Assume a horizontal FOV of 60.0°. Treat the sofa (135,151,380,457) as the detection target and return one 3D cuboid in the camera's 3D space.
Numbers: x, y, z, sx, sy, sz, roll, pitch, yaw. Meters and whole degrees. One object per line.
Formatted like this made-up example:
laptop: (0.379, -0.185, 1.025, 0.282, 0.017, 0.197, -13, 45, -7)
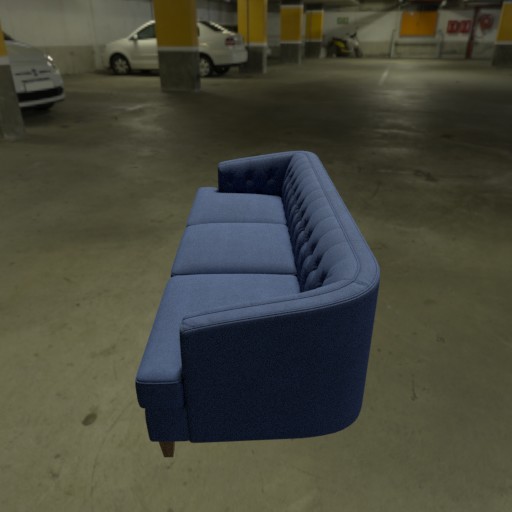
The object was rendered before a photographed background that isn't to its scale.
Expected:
sofa: (0.000, 0.000, 2.600, 0.914, 0.787, 2.235, 0, 27, -1)
